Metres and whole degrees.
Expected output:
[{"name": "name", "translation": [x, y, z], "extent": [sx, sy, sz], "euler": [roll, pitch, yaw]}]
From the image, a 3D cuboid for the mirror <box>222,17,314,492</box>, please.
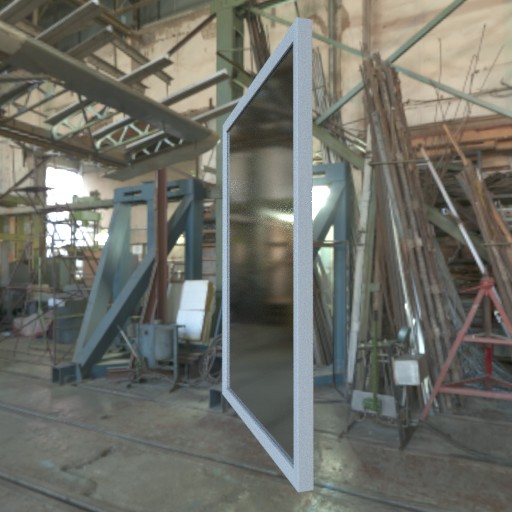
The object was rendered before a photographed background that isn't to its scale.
[{"name": "mirror", "translation": [0.000, 0.000, 1.317], "extent": [0.040, 1.016, 0.762], "euler": [0, -2, -16]}]
